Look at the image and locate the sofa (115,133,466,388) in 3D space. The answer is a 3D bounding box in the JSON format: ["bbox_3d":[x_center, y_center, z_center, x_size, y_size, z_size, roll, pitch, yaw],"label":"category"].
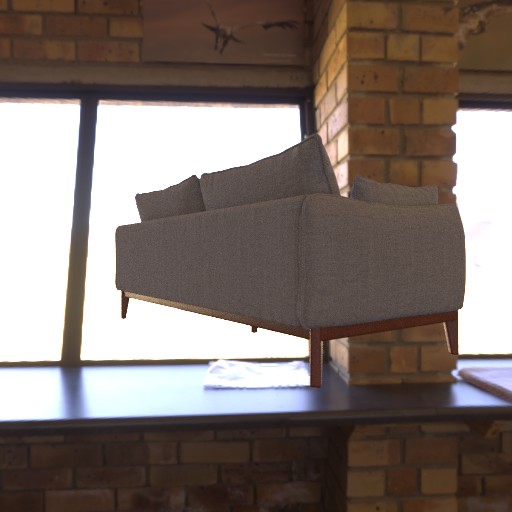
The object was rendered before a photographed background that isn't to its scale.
[{"bbox_3d":[0.000,0.000,2.452,0.972,0.851,1.989,0,0,-35],"label":"sofa"}]
